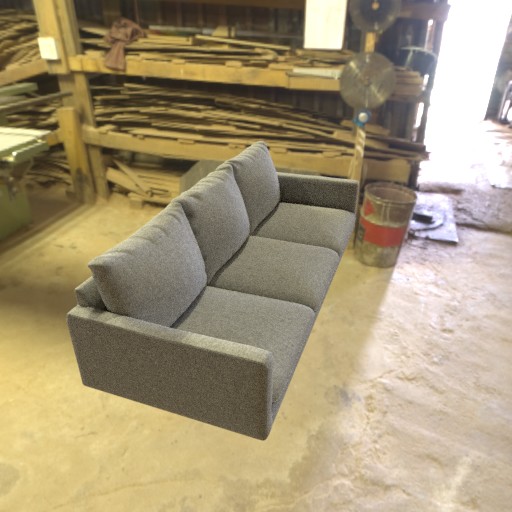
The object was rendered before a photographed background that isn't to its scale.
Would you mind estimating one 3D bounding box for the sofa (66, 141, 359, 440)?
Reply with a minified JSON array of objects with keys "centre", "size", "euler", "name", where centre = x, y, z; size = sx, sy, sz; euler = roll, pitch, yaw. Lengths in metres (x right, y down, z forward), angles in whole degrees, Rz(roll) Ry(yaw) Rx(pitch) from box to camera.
[{"centre":[0.000,0.000,2.481],"size":[0.850,0.830,2.000],"euler":[10,30,18],"name":"sofa"}]
